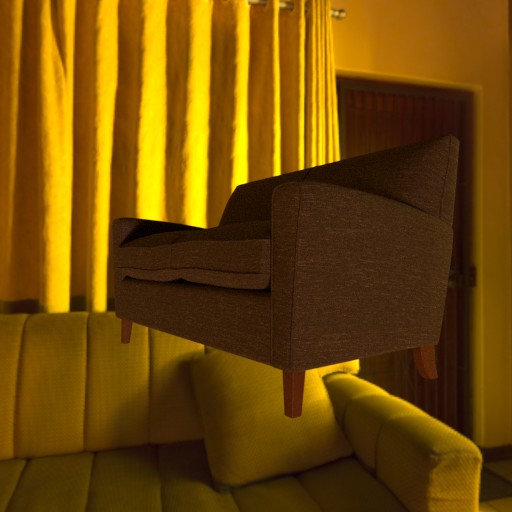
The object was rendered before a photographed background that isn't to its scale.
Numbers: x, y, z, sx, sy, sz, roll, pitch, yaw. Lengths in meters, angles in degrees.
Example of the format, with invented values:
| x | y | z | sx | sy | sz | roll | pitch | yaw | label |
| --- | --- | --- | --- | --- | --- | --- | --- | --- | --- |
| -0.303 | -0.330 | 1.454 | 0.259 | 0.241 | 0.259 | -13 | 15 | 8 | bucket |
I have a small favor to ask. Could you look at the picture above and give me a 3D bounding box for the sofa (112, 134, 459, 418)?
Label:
| x | y | z | sx | sy | sz | roll | pitch | yaw | label |
| --- | --- | --- | --- | --- | --- | --- | --- | --- | --- |
| 0.000 | 0.000 | 1.992 | 0.867 | 0.905 | 1.509 | 0 | 0 | -36 | sofa |
